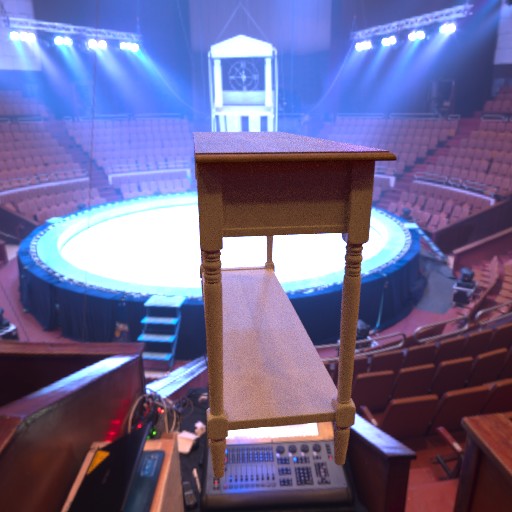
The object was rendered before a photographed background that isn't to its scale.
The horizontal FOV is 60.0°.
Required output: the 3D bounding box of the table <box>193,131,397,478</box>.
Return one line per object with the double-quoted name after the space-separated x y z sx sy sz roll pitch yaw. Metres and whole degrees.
0.000 0.000 1.551 0.399 0.800 1.219 -2 18 -8 "table"
